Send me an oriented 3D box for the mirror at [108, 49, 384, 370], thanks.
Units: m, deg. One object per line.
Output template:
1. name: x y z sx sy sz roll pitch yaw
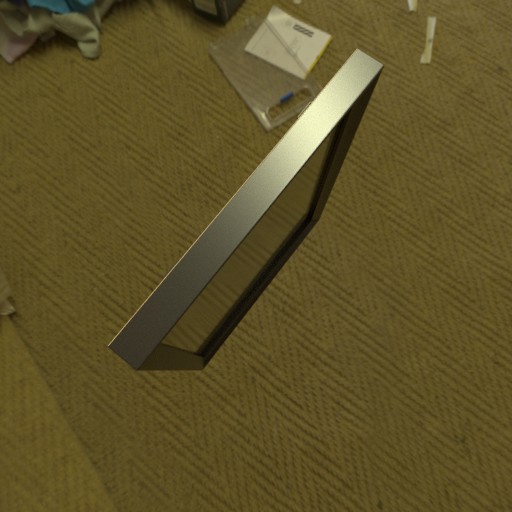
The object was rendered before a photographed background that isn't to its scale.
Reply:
1. mirror: 0.000 0.000 0.690 0.041 0.509 0.406 37 78 9
